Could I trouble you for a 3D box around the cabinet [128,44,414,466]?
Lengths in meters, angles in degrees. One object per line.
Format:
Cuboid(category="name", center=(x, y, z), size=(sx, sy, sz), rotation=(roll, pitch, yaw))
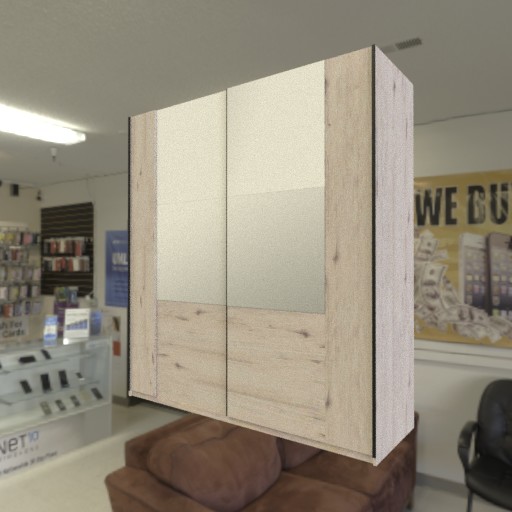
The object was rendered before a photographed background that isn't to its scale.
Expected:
Cuboid(category="cabinet", center=(0.000, 0.000, 3.140), size=(2.000, 2.180, 0.660), rotation=(0, 0, 36))
